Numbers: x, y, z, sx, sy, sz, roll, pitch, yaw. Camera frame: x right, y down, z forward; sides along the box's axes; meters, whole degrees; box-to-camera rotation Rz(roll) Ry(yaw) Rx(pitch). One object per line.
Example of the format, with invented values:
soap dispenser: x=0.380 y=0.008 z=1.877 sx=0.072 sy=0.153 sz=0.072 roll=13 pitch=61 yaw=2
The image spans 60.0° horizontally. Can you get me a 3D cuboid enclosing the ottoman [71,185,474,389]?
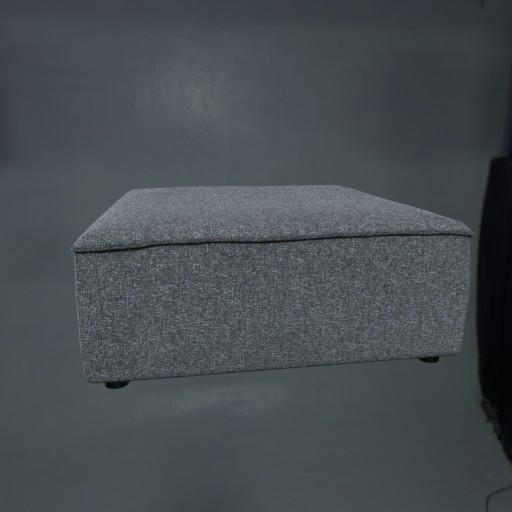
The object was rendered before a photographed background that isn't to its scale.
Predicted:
ottoman: x=0.000 y=0.000 z=1.574 sx=1.017 sy=0.423 sz=1.021 roll=-2 pitch=15 yaw=-8
